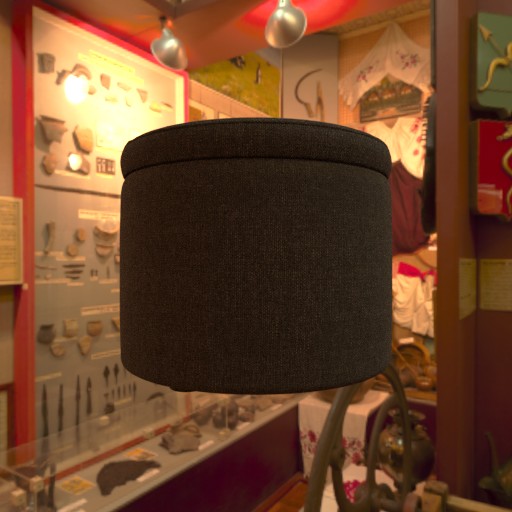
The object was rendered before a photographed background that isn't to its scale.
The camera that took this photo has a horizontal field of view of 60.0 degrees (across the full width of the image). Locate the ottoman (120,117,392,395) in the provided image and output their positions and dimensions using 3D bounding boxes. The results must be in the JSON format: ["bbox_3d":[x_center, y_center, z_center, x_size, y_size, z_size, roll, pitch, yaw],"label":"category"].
[{"bbox_3d":[0.000,0.000,0.884,0.520,0.430,0.520,0,0,0],"label":"ottoman"}]
